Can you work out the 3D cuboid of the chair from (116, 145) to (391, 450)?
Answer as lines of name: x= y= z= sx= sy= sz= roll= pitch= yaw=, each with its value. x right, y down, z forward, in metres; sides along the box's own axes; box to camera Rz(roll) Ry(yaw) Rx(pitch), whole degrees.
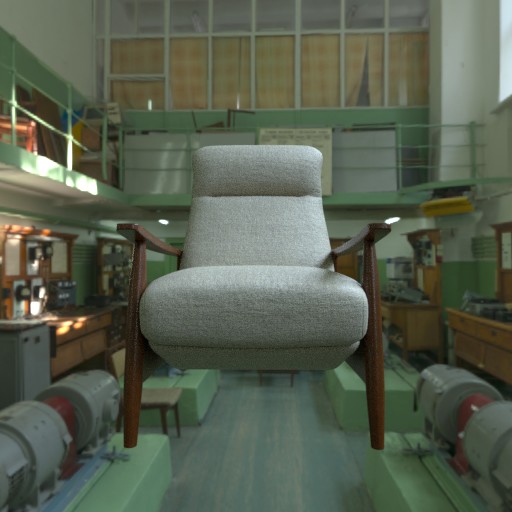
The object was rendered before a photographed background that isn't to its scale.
chair: x=0.000 y=0.000 z=1.719 sx=0.762 sy=1.082 sz=1.014 roll=0 pitch=0 yaw=1
